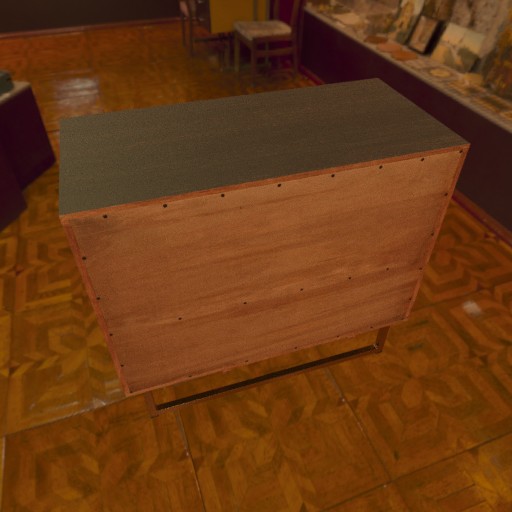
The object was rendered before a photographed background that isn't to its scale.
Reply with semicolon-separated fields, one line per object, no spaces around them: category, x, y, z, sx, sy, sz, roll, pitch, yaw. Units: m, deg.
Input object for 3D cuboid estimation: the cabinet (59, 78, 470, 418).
cabinet;0.000;0.000;1.416;0.950;0.860;0.451;-12;44;-13
